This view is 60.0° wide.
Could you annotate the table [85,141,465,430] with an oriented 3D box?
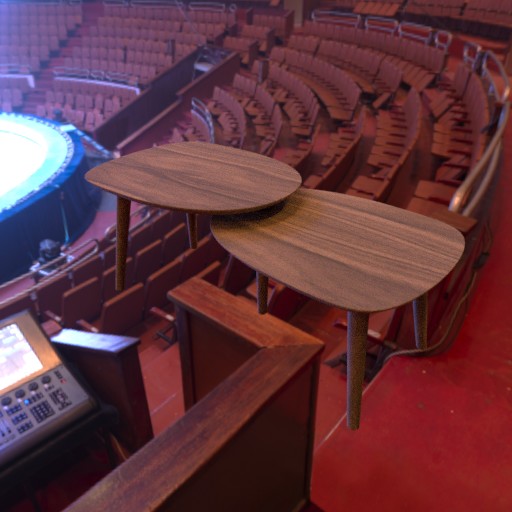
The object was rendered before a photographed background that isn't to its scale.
[{"bbox_3d":[0.000,0.000,1.338,1.084,0.429,0.527,22,37,33],"label":"table"}]
